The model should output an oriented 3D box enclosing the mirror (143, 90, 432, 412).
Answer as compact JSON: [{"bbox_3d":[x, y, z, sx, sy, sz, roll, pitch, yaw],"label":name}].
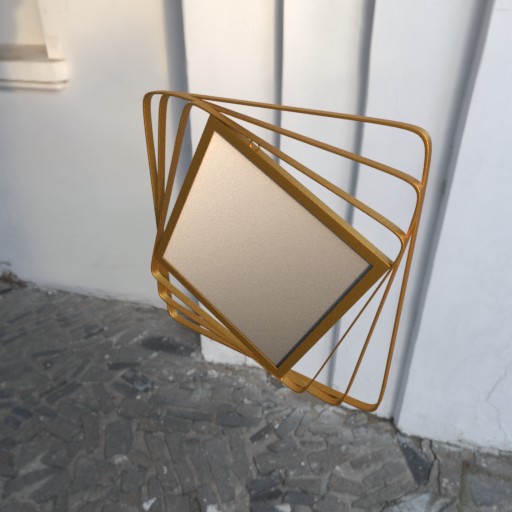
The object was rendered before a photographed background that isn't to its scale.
[{"bbox_3d":[0.000,0.000,0.709,0.470,0.468,0.045,19,35,29],"label":"mirror"}]
